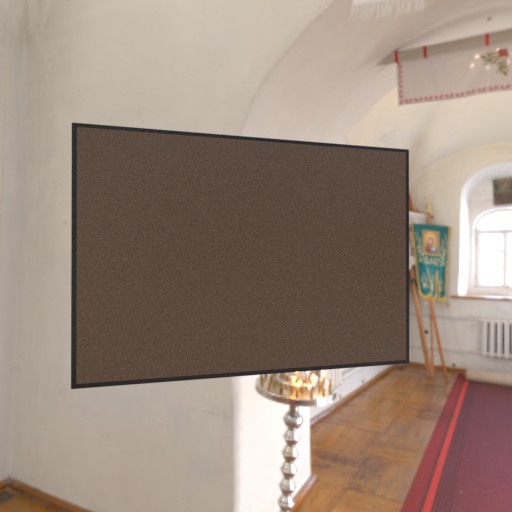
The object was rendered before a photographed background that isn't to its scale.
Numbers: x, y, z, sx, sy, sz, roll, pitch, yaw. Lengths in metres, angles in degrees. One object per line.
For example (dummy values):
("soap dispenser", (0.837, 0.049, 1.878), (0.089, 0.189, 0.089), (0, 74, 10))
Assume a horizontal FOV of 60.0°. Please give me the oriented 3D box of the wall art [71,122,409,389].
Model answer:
("wall art", (0.000, 0.000, 1.222), (0.939, 0.640, 0.058), (0, 0, -16))
